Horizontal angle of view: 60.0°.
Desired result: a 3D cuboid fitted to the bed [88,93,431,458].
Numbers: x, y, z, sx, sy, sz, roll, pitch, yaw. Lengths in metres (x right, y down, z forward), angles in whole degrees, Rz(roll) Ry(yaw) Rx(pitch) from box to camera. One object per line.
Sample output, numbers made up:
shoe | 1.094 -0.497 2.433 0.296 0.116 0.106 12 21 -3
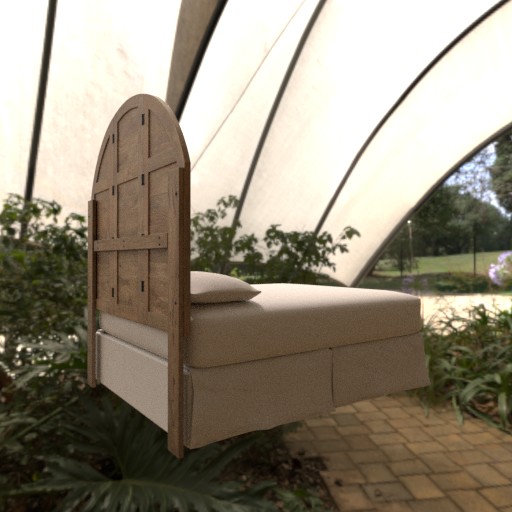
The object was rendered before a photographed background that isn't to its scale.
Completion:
bed | 0.000 0.000 3.450 2.112 2.002 1.713 0 0 -36
